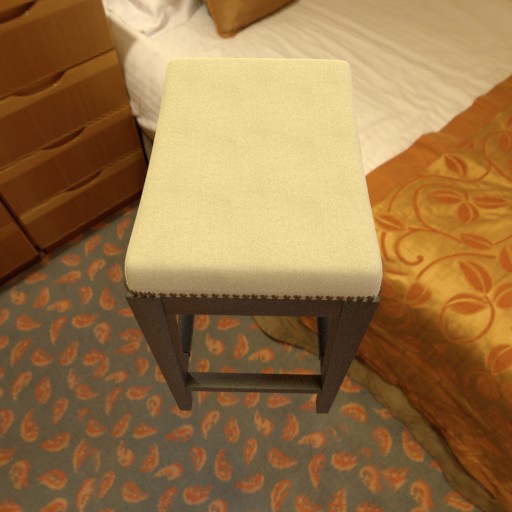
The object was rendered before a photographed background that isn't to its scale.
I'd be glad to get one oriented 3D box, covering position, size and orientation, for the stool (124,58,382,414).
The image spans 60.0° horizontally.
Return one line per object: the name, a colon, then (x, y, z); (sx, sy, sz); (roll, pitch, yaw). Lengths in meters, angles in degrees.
stool: (0.000, 0.000, 0.953); (0.361, 0.642, 0.500); (1, 57, 1)
